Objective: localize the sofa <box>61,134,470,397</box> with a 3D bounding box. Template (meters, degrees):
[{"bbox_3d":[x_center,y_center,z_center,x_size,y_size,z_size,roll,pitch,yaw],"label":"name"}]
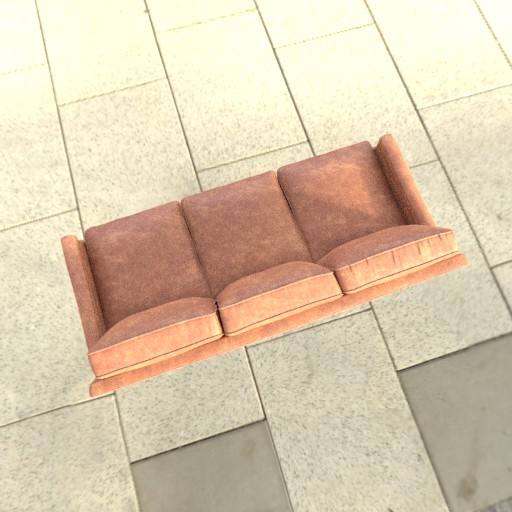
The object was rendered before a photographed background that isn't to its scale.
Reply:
[{"bbox_3d":[0.000,0.000,2.831,2.246,1.003,1.084,-19,75,-5],"label":"sofa"}]
